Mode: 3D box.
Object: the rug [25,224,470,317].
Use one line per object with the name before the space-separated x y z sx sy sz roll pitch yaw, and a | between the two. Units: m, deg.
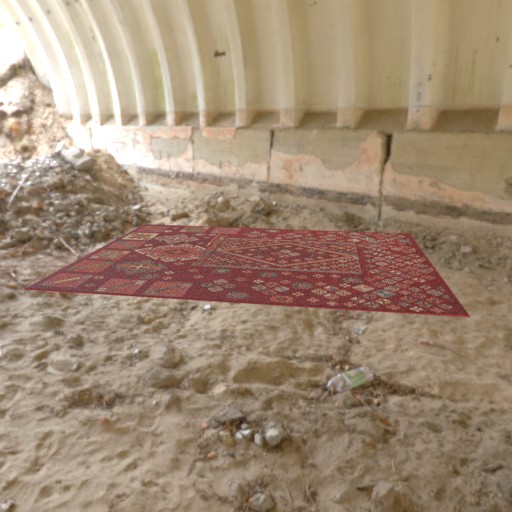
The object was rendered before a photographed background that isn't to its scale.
rug | 0.000 0.000 4.357 3.306 0.011 2.389 3 17 9
